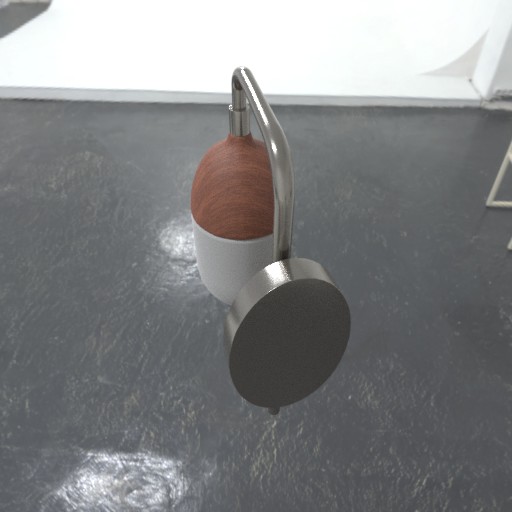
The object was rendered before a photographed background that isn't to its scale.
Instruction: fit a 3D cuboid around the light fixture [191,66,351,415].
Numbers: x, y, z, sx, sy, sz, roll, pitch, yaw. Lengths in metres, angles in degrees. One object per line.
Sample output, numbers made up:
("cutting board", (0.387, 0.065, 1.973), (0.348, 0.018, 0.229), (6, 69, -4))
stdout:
("light fixture", (0.000, 0.000, 0.442), (0.108, 0.343, 0.216), (-11, 43, -12))
